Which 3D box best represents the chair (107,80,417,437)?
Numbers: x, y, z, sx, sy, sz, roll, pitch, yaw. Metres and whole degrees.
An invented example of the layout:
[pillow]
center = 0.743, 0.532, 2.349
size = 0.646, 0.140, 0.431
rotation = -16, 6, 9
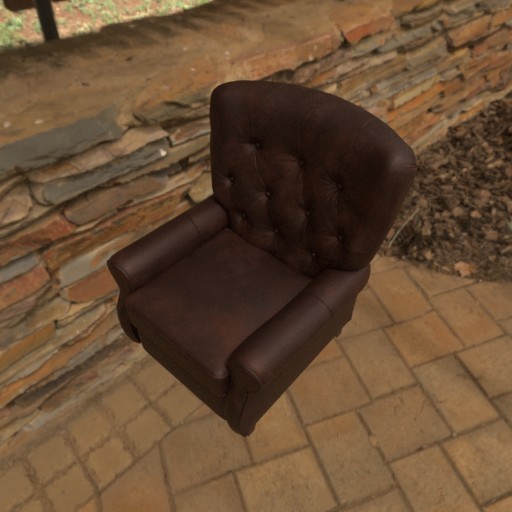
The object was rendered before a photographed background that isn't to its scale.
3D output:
[chair]
center = 0.000, 0.000, 1.929
size = 0.948, 1.158, 1.058
rotation = 32, 53, 28
